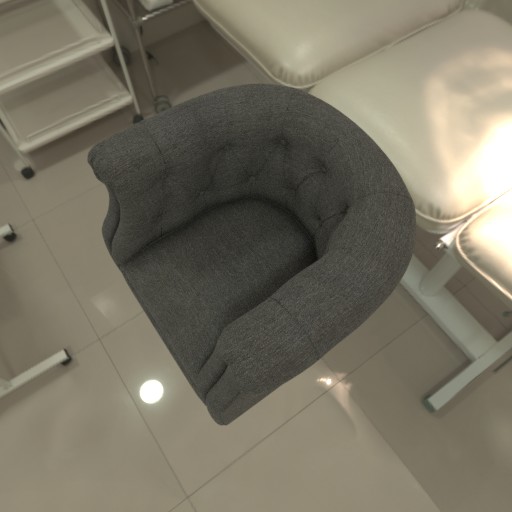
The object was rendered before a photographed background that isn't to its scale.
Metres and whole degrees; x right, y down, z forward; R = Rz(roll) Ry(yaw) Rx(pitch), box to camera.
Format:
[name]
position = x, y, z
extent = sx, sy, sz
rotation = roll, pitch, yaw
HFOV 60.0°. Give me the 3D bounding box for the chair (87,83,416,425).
[chair]
position = 0.000, 0.000, 1.572
extent = 0.852, 0.827, 0.905
rotation = -32, 68, -15
